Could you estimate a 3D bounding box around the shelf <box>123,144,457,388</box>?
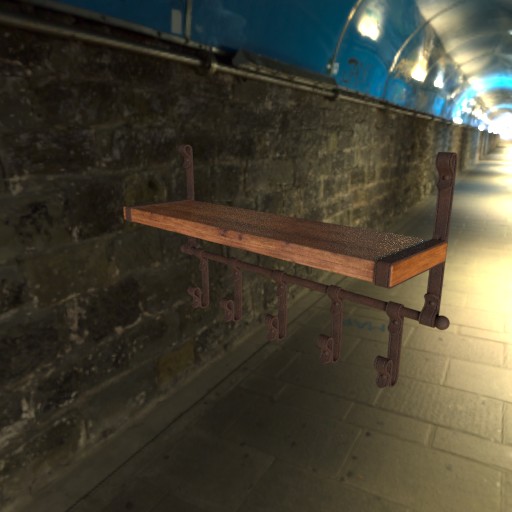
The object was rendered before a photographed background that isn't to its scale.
[{"bbox_3d":[0.000,0.000,0.700,0.567,0.330,0.146,15,21,42],"label":"shelf"}]
